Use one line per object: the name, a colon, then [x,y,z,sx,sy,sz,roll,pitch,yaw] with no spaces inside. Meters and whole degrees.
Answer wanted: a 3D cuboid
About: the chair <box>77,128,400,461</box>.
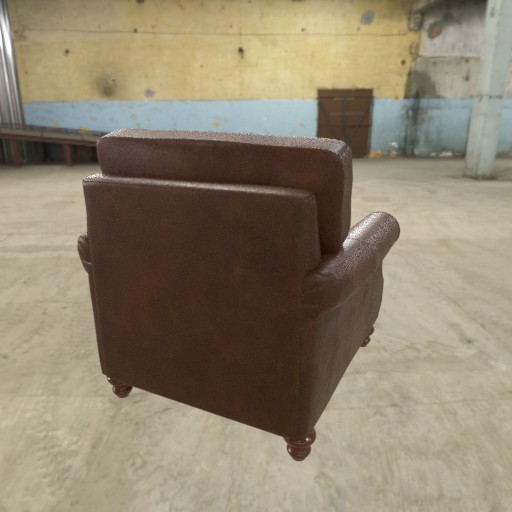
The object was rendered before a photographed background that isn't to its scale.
chair: [0.000,0.000,1.746,0.989,0.972,0.992,9,19,25]
